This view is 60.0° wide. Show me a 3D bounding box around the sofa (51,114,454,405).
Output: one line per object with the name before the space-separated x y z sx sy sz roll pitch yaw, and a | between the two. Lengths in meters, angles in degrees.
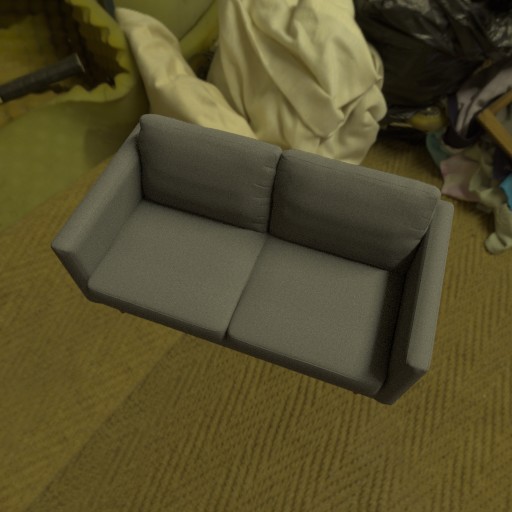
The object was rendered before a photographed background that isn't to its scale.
sofa | 0.000 0.000 2.254 1.713 0.866 0.940 17 59 10
